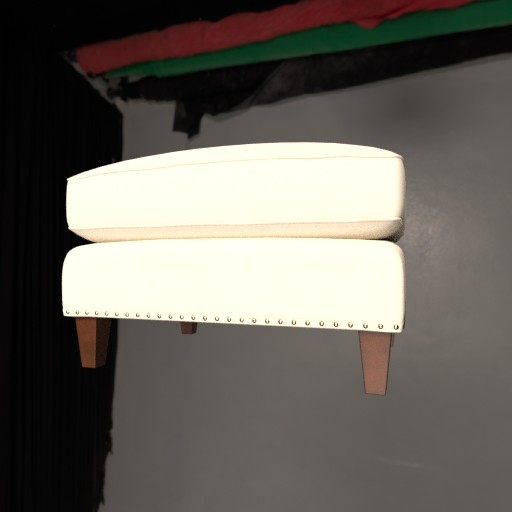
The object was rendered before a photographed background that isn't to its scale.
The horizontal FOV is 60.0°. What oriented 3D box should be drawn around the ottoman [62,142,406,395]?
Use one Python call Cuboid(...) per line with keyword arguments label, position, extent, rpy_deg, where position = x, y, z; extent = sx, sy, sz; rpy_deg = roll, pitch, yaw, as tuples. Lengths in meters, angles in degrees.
Cuboid(label="ottoman", position=(0.000, 0.000, 1.156), extent=(0.741, 0.513, 0.584), rpy_deg=(0, 0, 19))
